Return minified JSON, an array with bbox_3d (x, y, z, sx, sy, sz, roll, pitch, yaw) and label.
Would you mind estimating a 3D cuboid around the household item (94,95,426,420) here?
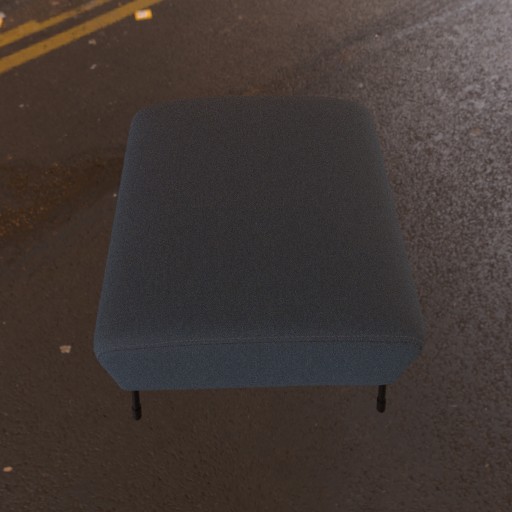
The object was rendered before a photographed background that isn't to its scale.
[{"bbox_3d":[0.000,0.000,0.888,0.530,0.420,0.530,-1,58,-1],"label":"household item"}]
